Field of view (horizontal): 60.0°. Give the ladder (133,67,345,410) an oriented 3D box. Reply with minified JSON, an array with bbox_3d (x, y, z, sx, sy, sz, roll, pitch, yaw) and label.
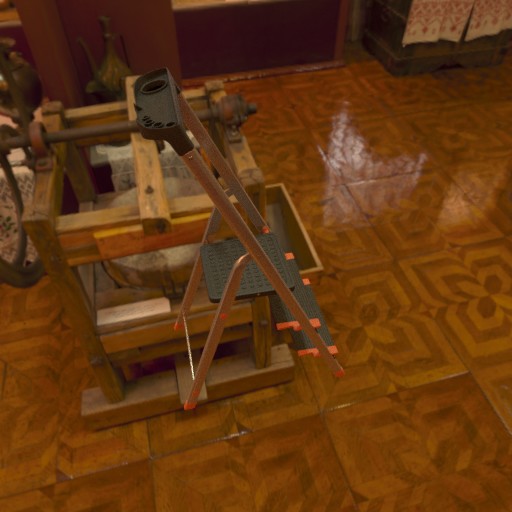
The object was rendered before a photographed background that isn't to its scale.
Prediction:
[{"bbox_3d":[0.000,0.000,1.529,0.686,1.229,0.416,-10,48,-9],"label":"ladder"}]
